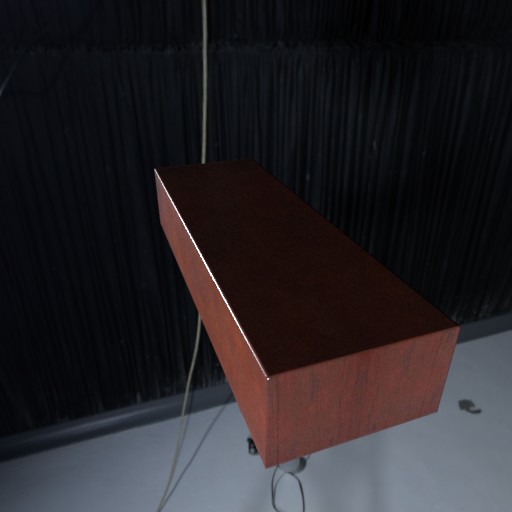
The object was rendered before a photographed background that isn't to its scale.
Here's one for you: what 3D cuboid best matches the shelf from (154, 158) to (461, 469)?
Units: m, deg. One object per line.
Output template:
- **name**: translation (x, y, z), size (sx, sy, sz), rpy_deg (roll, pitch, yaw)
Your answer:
- **shelf**: translation (0.000, 0.000, 0.511), size (0.152, 0.088, 0.457), rpy_deg (-10, 30, -18)
